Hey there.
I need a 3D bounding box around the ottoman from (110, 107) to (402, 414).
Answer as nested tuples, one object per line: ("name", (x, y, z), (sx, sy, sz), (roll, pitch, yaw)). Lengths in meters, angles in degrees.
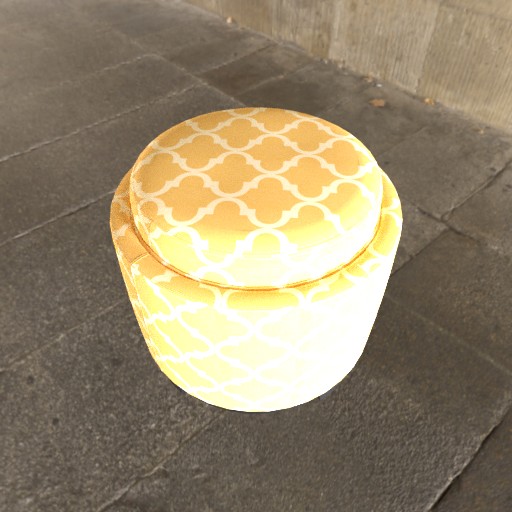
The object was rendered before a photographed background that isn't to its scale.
("ottoman", (0.000, 0.000, 0.835), (0.480, 0.429, 0.480), (0, 46, 0))
